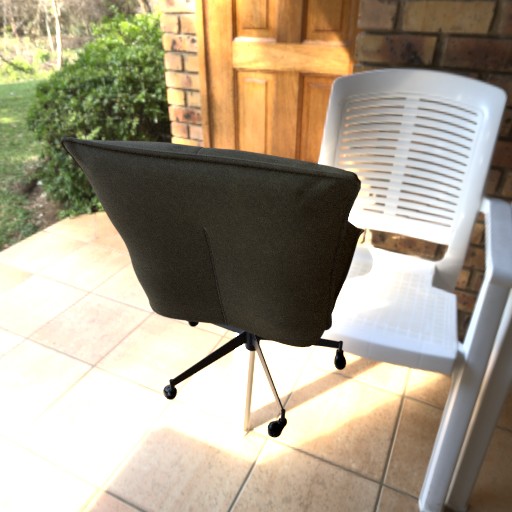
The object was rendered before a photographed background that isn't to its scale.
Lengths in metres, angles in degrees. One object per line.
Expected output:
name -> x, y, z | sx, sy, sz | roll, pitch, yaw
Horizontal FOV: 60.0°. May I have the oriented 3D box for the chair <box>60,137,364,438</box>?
chair -> 0.000, 0.000, 1.271 | 0.597, 0.811, 0.696 | 10, 33, 17
